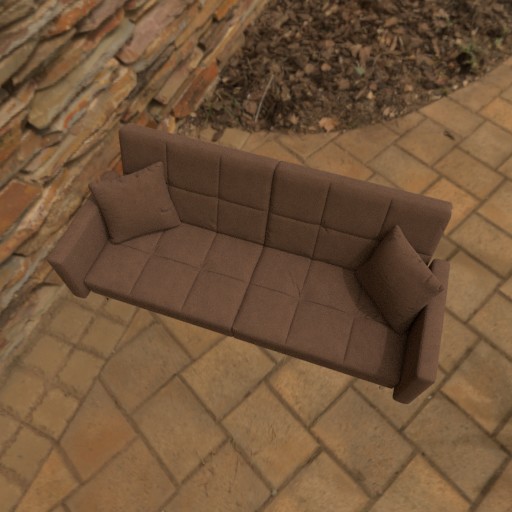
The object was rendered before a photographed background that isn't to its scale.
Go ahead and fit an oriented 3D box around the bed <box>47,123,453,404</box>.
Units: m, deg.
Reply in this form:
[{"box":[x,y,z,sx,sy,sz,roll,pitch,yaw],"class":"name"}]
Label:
[{"box":[0.000,0.000,2.371,1.905,0.787,0.889,16,60,10],"class":"bed"}]
